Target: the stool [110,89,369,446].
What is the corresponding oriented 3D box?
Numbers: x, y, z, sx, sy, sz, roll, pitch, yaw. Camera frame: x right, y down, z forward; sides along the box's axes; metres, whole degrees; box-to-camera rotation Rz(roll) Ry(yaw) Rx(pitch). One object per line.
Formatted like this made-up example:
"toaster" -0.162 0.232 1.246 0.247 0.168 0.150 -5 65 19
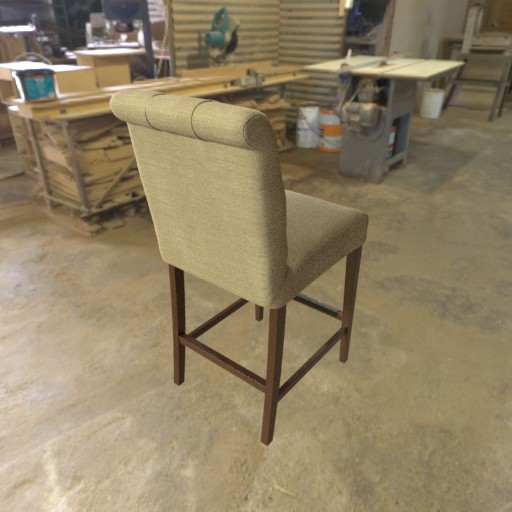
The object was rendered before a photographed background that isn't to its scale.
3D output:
"stool" 0.000 0.000 1.477 0.486 1.084 0.660 21 35 33
